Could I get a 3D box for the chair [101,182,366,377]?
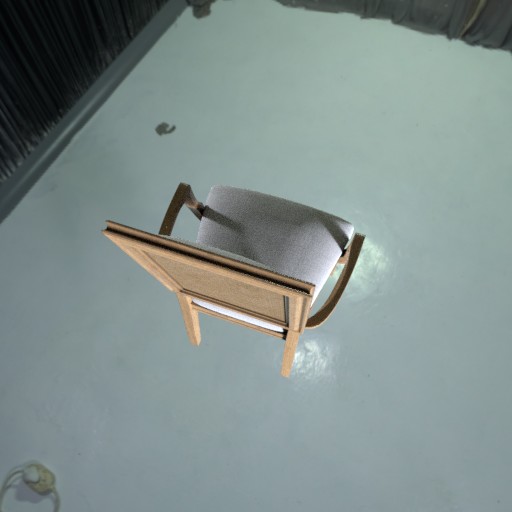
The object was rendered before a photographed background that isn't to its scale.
[{"bbox_3d":[0.000,0.000,1.378,0.606,0.990,0.602,17,63,9],"label":"chair"}]
